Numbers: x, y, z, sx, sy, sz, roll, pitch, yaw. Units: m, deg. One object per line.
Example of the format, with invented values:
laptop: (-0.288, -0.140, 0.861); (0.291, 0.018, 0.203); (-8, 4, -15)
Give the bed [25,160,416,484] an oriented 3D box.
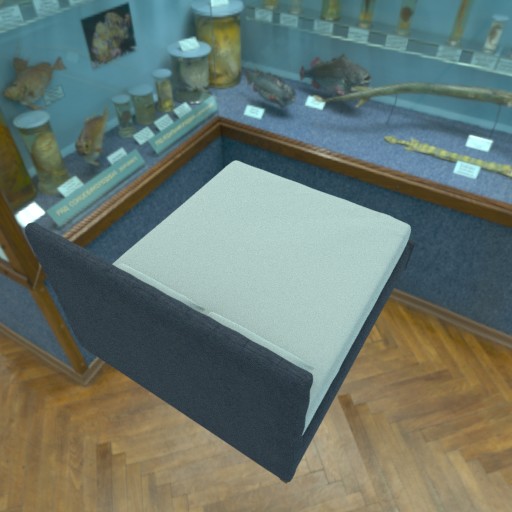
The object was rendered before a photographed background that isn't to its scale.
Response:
bed: (0.000, 0.000, 3.630); (2.078, 1.427, 2.387); (25, 51, 22)
